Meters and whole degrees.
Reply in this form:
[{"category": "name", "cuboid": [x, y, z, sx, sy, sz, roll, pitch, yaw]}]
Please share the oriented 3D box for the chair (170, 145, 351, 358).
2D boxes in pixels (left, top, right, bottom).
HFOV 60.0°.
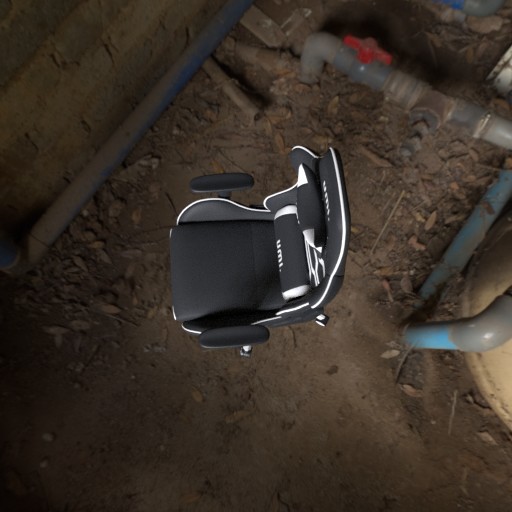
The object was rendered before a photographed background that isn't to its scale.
[{"category": "chair", "cuboid": [0.000, 0.000, 1.671, 0.700, 1.240, 0.700, -5, 75, -1]}]
